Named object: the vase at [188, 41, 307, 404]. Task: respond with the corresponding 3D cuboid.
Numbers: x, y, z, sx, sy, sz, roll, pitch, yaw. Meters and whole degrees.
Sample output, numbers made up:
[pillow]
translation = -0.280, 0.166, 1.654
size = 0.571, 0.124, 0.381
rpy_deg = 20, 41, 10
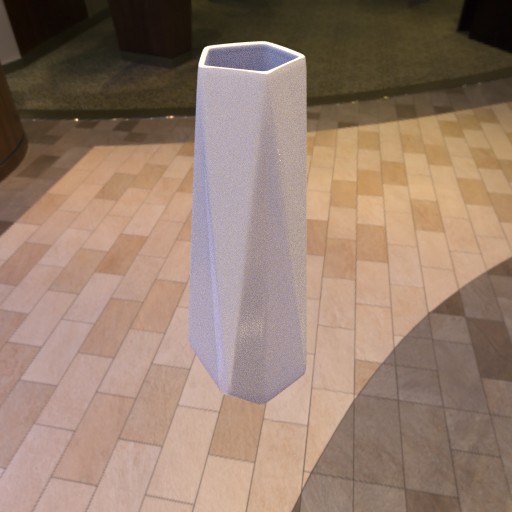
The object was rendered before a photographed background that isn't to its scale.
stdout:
[vase]
translation = 0.000, 0.000, 0.383
size = 0.116, 0.329, 0.122
rpy_deg = -25, 46, -27
